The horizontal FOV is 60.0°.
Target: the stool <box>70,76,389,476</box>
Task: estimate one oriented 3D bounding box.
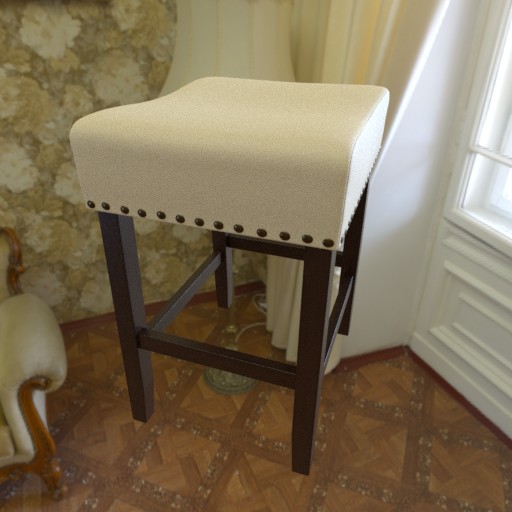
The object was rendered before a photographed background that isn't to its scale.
[{"bbox_3d":[0.000,0.000,0.891,0.401,0.609,0.471,10,31,17],"label":"stool"}]
